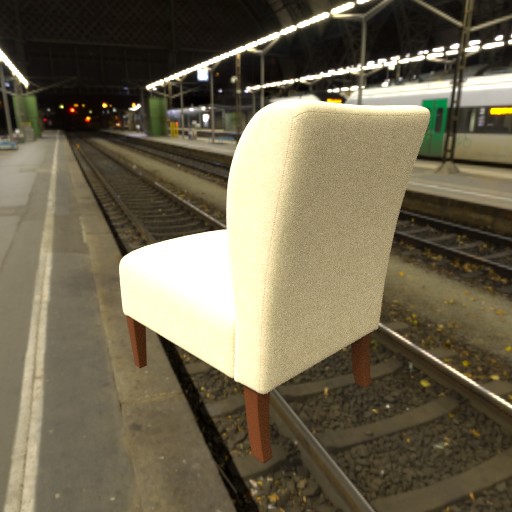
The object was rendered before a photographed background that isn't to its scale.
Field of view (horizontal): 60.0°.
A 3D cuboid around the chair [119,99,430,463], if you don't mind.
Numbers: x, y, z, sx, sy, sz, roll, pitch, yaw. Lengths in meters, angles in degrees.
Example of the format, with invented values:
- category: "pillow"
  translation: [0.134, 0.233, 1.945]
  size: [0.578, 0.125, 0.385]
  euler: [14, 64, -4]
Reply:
- category: "chair"
  translation: [0.000, 0.000, 1.305]
  size: [0.521, 0.833, 0.754]
  euler: [-16, 23, -42]
